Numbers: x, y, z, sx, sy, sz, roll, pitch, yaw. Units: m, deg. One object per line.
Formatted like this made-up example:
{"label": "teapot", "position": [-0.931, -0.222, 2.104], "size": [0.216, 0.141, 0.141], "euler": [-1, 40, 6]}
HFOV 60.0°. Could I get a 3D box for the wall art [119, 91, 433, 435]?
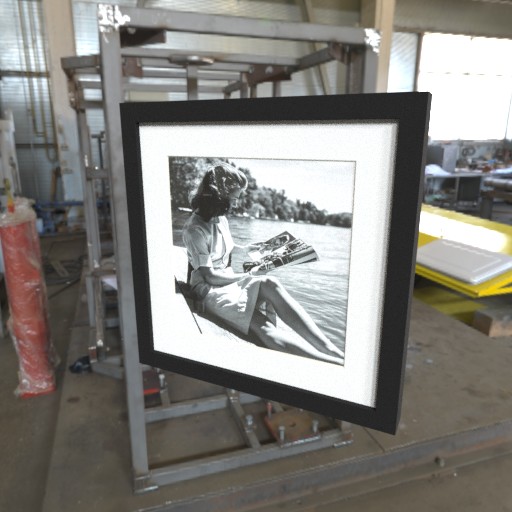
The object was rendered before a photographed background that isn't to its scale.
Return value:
{"label": "wall art", "position": [0.000, 0.000, 0.456], "size": [0.308, 0.305, 0.030], "euler": [8, 17, 25]}
